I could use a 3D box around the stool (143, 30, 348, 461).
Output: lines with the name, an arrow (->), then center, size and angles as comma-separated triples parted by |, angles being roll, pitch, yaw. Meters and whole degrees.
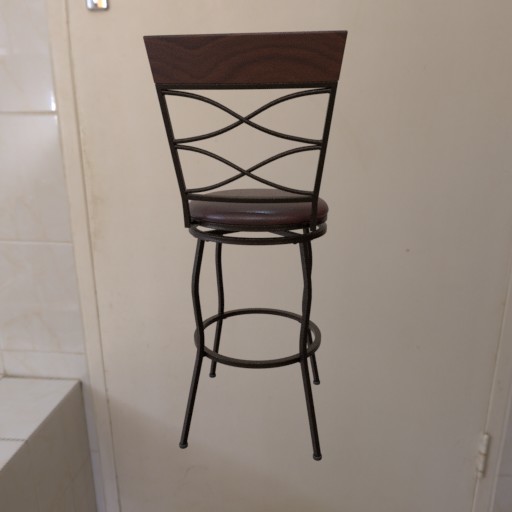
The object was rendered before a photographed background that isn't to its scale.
stool -> 0.000, 0.000, 1.332 | 0.448, 1.130, 0.513 | 2, 16, 7
